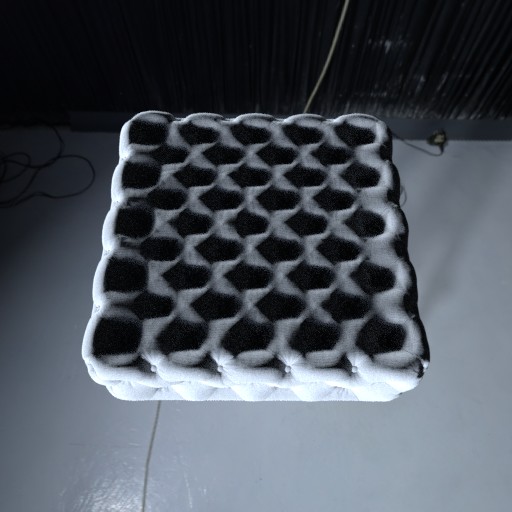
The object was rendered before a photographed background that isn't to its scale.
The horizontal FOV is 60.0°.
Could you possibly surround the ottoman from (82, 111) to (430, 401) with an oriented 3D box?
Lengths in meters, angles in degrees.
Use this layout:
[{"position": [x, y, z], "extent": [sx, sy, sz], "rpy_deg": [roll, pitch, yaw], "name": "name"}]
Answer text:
[{"position": [0.000, 0.000, 1.215], "extent": [0.764, 0.365, 0.758], "rpy_deg": [0, 63, 0], "name": "ottoman"}]
